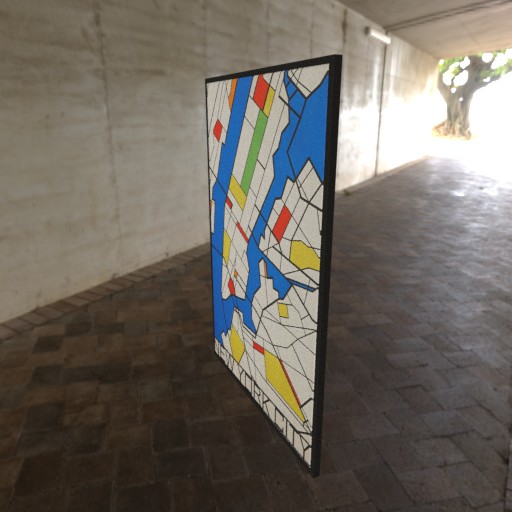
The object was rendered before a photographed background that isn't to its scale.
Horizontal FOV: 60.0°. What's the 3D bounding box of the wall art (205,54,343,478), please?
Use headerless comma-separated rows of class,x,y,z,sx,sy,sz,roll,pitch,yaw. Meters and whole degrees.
wall art,0.000,0.000,0.845,0.013,0.657,0.457,-9,20,-25
